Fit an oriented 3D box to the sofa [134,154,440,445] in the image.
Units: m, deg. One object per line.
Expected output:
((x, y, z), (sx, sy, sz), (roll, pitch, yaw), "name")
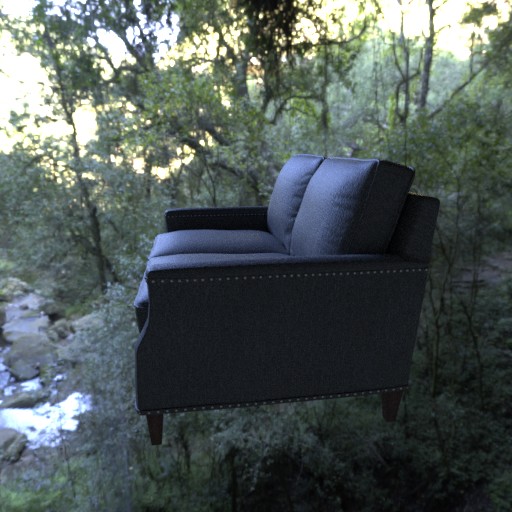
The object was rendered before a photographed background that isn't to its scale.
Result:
((0.000, 0.000, 2.248), (1.084, 1.003, 1.597), (-2, 13, -9), "sofa")
